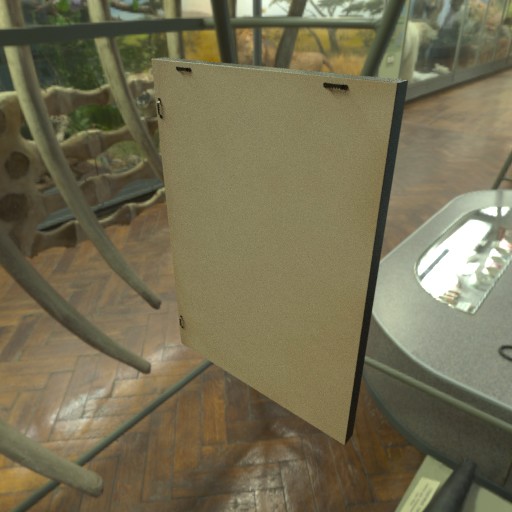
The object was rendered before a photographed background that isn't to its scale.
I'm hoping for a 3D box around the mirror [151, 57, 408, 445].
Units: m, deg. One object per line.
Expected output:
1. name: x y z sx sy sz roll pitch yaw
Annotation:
1. mirror: 0.000 0.000 0.903 0.507 0.710 0.039 22 36 34
